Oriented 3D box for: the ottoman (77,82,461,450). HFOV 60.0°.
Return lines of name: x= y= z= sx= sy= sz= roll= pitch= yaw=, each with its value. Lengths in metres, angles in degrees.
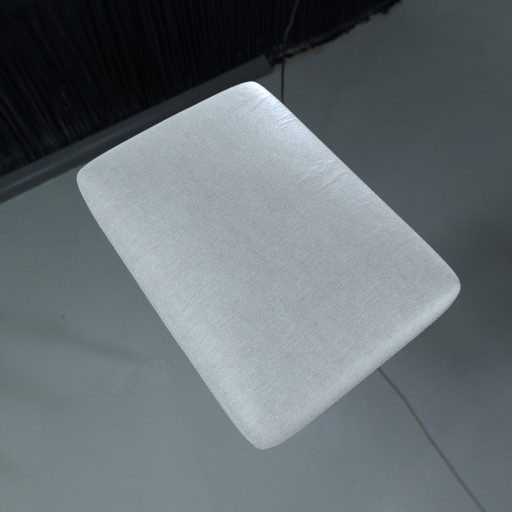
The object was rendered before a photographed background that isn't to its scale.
ottoman: x=0.000 y=0.000 z=1.054 sx=0.528 sy=0.404 sz=0.735 roll=-33 pitch=68 yaw=-16
